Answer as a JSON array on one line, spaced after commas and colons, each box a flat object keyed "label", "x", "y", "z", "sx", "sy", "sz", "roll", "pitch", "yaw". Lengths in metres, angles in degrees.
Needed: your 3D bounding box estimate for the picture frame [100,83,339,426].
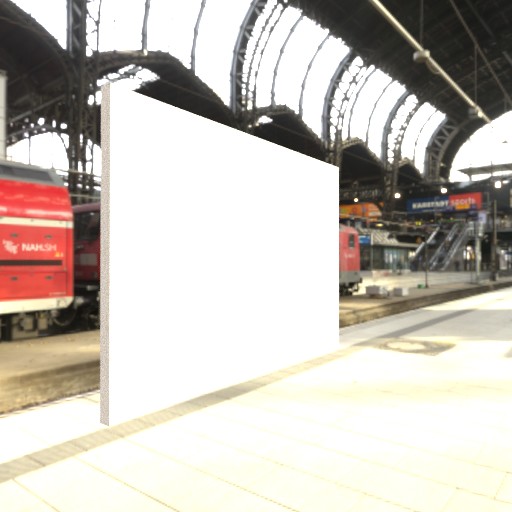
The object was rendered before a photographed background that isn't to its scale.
[{"label": "picture frame", "x": 0.000, "y": 0.000, "z": 1.216, "sx": 0.029, "sy": 0.640, "sz": 0.950, "roll": 0, "pitch": -1, "yaw": 37}]
